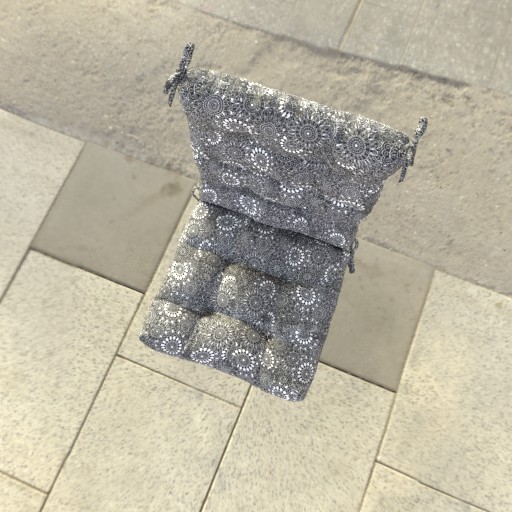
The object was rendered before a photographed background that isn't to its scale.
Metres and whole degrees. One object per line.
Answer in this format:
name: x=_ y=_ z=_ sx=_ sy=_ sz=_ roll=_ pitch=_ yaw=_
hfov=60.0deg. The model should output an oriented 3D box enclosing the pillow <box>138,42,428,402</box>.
pillow: x=0.000 y=0.000 z=1.029 sx=0.519 sy=0.605 sz=0.571 roll=19 pitch=76 yaw=5
